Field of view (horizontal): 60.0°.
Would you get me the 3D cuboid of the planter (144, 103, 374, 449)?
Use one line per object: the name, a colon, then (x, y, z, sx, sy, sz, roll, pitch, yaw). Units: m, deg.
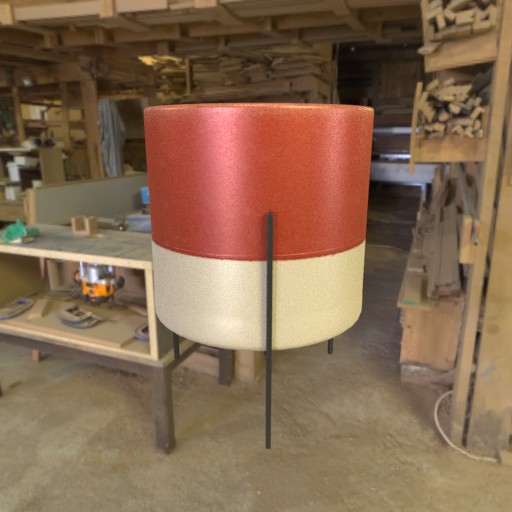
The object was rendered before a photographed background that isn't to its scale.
planter: (0.000, 0.000, 0.740, 0.354, 0.465, 0.345, 7, 17, 25)
